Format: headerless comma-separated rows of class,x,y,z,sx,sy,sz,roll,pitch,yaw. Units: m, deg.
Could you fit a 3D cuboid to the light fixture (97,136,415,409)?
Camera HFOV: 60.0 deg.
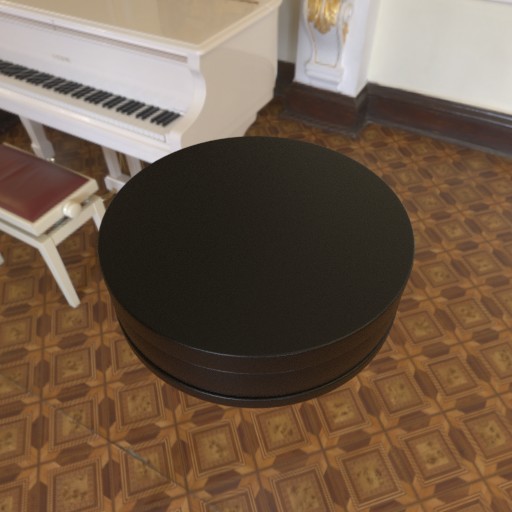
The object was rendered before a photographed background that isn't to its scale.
light fixture,0.000,0.000,0.436,0.283,0.097,0.283,0,47,0
